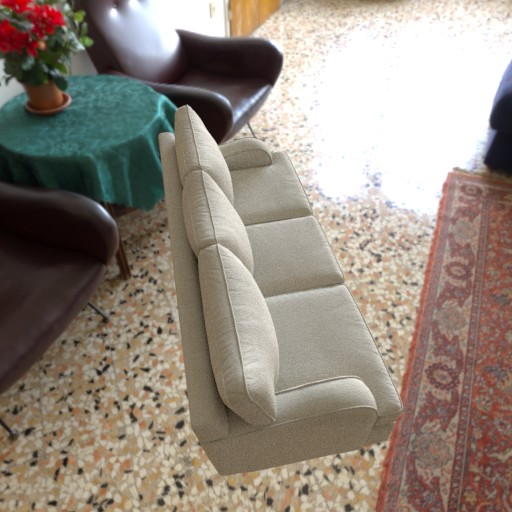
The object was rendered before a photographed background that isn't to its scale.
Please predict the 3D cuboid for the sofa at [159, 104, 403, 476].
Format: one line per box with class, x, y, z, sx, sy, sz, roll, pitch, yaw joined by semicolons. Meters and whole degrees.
sofa;0.000;0.000;2.815;1.016;0.991;2.323;-9;47;-8
